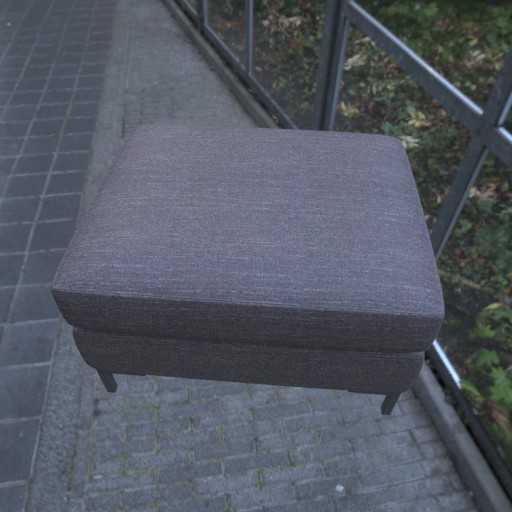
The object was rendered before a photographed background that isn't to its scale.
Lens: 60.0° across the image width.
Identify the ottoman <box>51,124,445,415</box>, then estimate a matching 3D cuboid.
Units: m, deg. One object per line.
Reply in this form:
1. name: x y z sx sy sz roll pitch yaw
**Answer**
1. ottoman: 0.000 0.000 1.225 0.820 0.490 0.671 4 47 3
